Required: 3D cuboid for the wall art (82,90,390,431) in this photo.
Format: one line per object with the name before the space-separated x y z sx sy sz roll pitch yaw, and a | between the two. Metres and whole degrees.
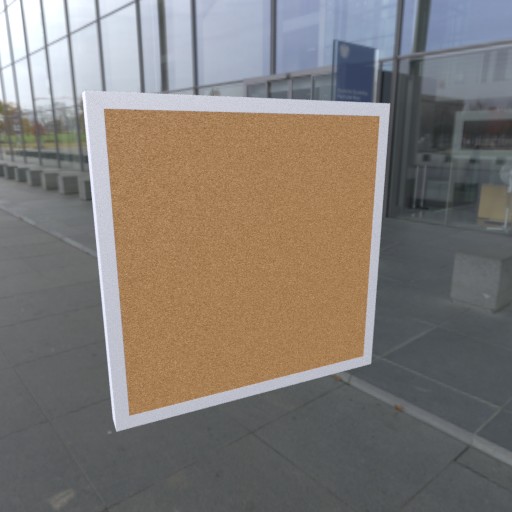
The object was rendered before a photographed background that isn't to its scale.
wall art | 0.000 0.000 0.759 0.507 0.508 0.038 -7 16 -25
